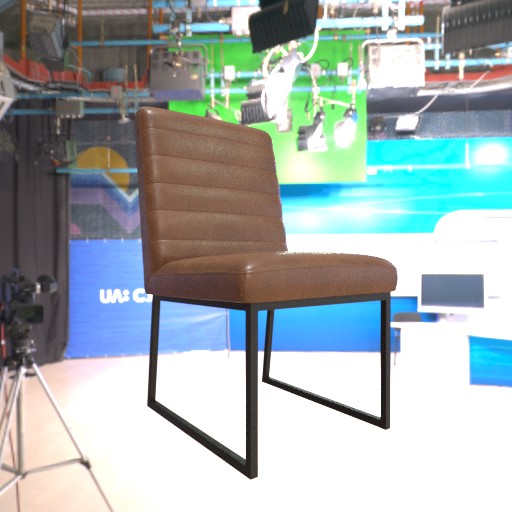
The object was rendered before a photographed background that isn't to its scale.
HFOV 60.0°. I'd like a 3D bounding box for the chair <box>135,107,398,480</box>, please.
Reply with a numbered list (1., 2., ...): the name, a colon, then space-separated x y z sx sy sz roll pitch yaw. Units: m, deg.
1. chair: 0.000 0.000 1.297 0.520 0.930 0.634 0 0 -36
